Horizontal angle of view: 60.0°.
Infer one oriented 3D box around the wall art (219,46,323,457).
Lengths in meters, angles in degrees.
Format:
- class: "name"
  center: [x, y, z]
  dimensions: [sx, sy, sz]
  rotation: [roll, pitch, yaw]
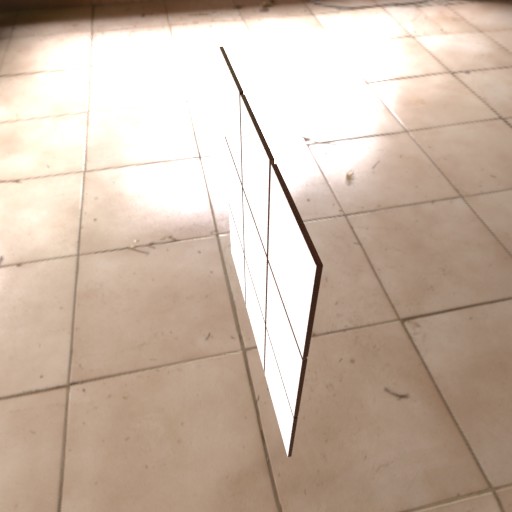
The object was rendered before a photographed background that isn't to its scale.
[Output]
- class: "wall art"
  center: [0.000, 0.000, 1.883]
  dimensions: [0.017, 1.246, 1.256]
  rotation: [-10, 48, -9]
